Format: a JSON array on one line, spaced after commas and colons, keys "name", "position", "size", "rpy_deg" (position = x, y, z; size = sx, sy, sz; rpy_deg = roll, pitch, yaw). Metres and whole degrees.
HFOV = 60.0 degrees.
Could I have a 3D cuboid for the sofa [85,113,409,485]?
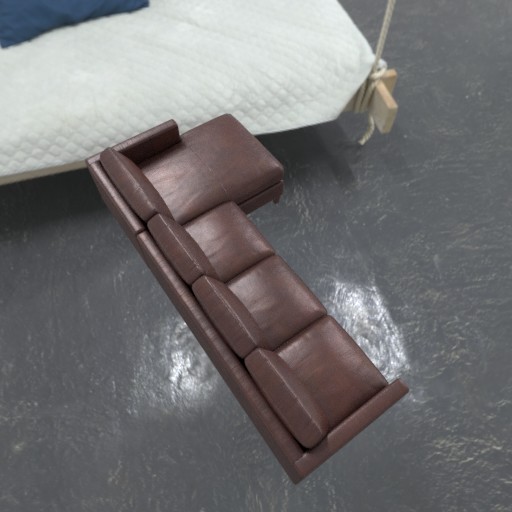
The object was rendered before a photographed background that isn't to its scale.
[{"name": "sofa", "position": [0.000, 0.000, 3.855], "size": [1.581, 0.883, 3.203], "rpy_deg": [-31, 64, -17]}]
